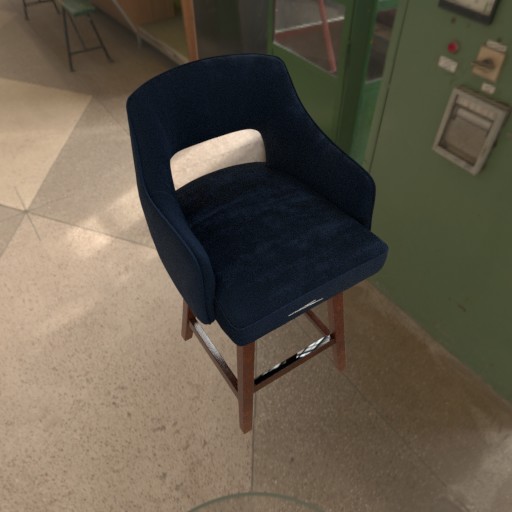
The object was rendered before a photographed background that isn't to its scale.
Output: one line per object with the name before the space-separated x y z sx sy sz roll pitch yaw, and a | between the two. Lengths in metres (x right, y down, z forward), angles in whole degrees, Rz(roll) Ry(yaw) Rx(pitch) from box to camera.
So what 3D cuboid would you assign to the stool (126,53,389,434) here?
stool | 0.000 0.000 1.284 0.550 0.940 0.560 -25 51 -22
